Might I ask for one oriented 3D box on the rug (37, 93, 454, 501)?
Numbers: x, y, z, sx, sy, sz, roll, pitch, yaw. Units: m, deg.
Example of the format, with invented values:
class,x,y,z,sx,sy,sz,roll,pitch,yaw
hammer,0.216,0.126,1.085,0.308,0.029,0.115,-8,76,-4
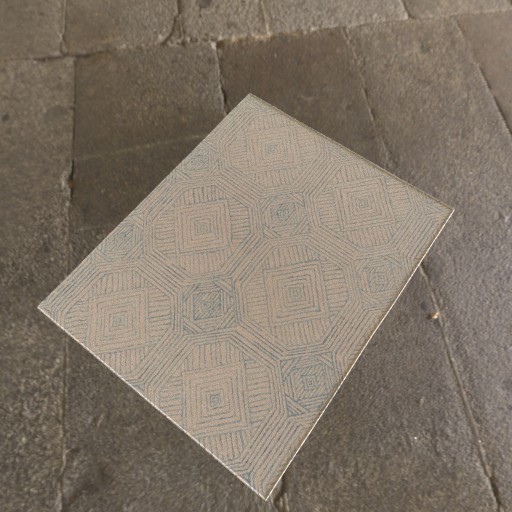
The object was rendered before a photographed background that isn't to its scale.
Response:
class,x,y,z,sx,sy,sz,roll,pitch,yaw
rug,0.000,0.000,4.027,2.457,0.015,3.049,34,70,14
